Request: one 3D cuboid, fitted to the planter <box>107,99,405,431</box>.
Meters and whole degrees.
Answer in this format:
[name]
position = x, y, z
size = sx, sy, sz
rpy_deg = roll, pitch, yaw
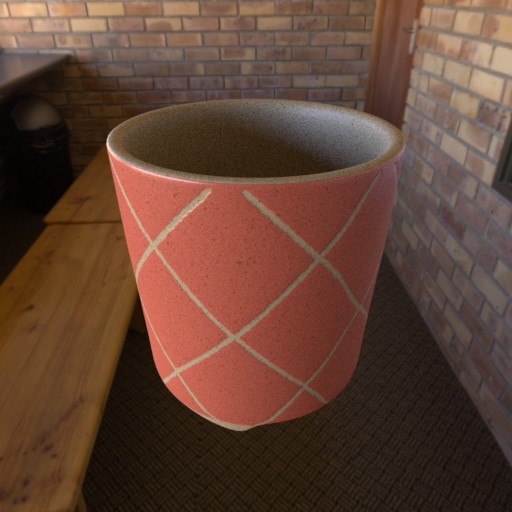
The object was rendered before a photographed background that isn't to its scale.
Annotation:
[planter]
position = 0.000, 0.000, 0.410
size = 0.227, 0.235, 0.227
rpy_deg = 0, 31, 0
